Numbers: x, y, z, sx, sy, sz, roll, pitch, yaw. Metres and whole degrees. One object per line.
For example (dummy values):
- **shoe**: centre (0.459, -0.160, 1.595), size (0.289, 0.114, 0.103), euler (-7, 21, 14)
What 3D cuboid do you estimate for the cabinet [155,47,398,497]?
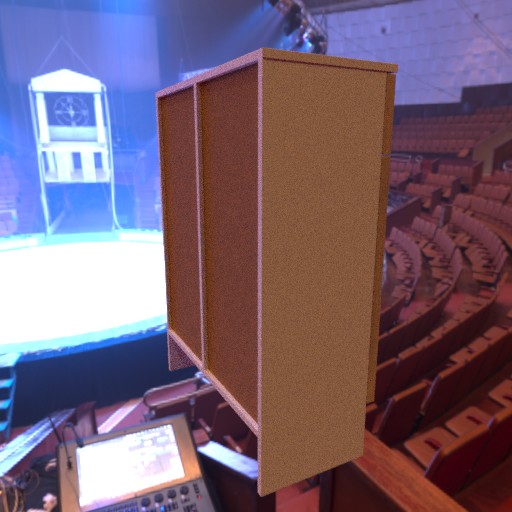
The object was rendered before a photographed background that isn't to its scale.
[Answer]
- **cabinet**: centre (0.000, 0.000, 1.100), size (0.296, 0.815, 0.600), euler (-7, 15, -27)
